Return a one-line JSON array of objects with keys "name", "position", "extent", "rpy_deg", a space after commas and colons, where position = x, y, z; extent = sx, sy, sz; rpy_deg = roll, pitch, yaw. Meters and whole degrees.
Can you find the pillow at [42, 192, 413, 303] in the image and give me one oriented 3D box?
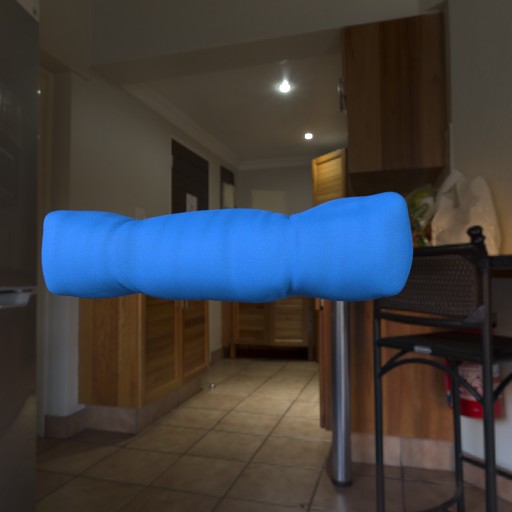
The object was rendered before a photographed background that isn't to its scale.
[{"name": "pillow", "position": [0.000, 0.000, 0.743], "extent": [0.490, 0.128, 0.468], "rpy_deg": [0, -1, 19]}]
